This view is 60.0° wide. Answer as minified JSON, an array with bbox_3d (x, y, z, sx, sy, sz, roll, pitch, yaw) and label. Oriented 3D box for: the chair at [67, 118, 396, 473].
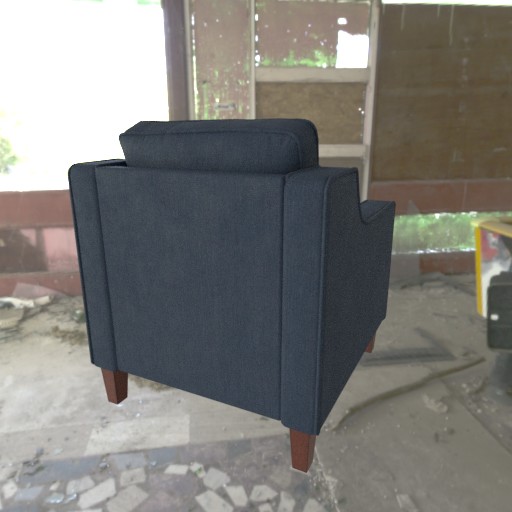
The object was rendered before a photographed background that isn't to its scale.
[{"bbox_3d":[0.000,0.000,1.639,0.831,0.960,0.909,8,18,26],"label":"chair"}]
